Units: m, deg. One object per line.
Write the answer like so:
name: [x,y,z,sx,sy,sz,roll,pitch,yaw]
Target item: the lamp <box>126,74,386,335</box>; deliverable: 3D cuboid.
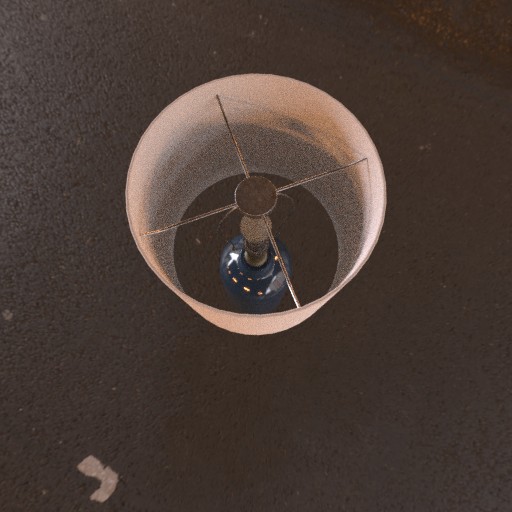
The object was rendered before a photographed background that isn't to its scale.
lamp: [0.000,0.000,0.575,0.207,0.461,0.207,-19,77,-5]
